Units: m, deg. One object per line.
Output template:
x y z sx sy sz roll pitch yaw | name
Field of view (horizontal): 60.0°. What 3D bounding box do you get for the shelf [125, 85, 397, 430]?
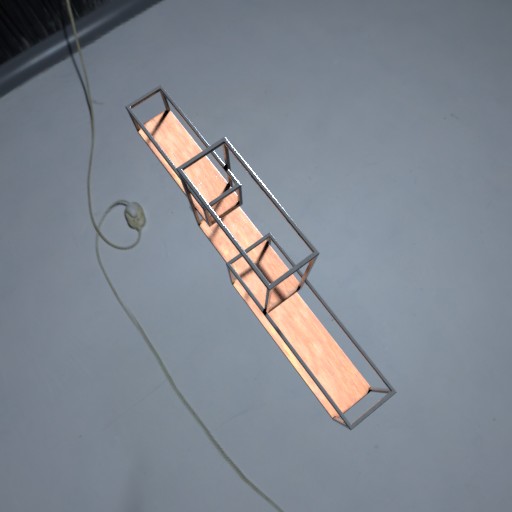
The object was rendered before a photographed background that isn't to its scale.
0.000 0.000 2.154 0.275 0.972 1.781 -36 77 -9 | shelf
